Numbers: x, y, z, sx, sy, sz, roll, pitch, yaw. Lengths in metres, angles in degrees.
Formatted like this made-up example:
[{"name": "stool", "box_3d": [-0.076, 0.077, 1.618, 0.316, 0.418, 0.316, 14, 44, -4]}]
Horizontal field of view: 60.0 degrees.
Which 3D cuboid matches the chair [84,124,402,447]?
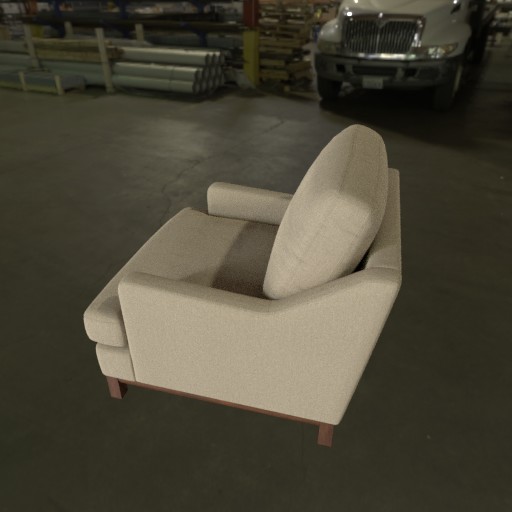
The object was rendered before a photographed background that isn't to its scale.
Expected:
[{"name": "chair", "box_3d": [0.000, 0.000, 1.720, 1.001, 0.916, 0.912, 8, 32, 13]}]
